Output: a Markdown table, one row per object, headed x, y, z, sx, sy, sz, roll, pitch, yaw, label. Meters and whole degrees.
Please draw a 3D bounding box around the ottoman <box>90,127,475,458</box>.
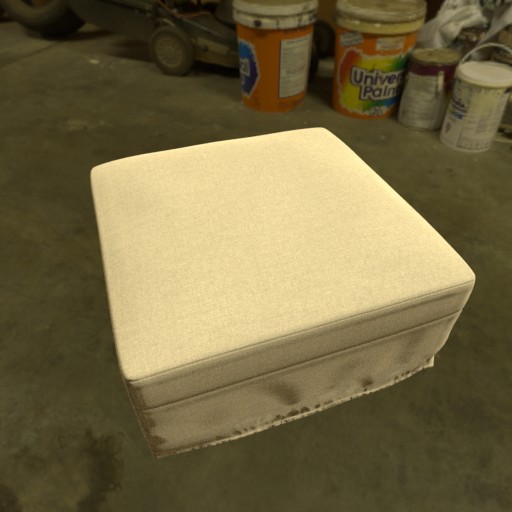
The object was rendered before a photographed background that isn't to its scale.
| x | y | z | sx | sy | sz | roll | pitch | yaw | label |
| --- | --- | --- | --- | --- | --- | --- | --- | --- | --- |
| 0.000 | 0.000 | 1.318 | 0.840 | 0.436 | 0.843 | -14 | 44 | -15 | ottoman |
